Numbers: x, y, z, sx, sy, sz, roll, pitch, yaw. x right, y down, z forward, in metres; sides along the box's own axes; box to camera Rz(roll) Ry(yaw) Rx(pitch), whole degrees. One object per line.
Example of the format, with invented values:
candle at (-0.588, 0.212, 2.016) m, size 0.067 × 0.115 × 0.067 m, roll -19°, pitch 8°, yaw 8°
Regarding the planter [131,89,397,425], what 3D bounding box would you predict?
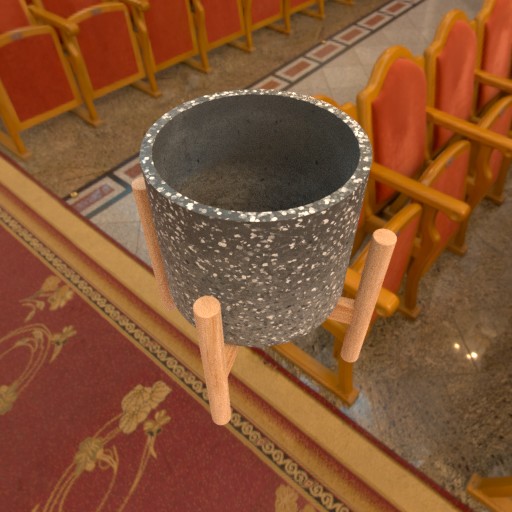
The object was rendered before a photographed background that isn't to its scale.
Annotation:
planter at (0.000, 0.000, 0.546) m, size 0.284 × 0.320 × 0.284 m, roll 32°, pitch 55°, yaw 26°
